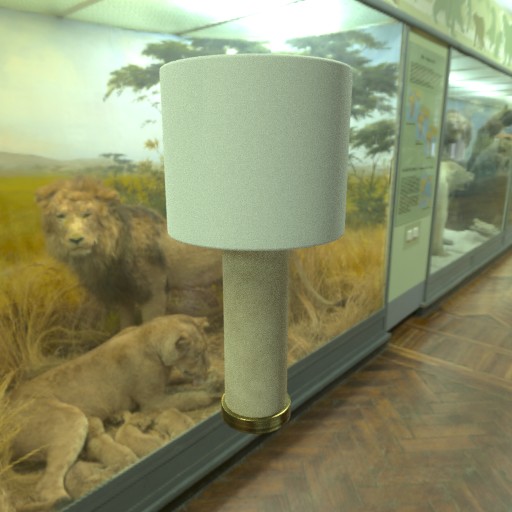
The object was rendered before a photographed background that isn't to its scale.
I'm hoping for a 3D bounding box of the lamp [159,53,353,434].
[{"bbox_3d":[0.000,0.000,0.791,0.305,0.634,0.305,3,15,10],"label":"lamp"}]
